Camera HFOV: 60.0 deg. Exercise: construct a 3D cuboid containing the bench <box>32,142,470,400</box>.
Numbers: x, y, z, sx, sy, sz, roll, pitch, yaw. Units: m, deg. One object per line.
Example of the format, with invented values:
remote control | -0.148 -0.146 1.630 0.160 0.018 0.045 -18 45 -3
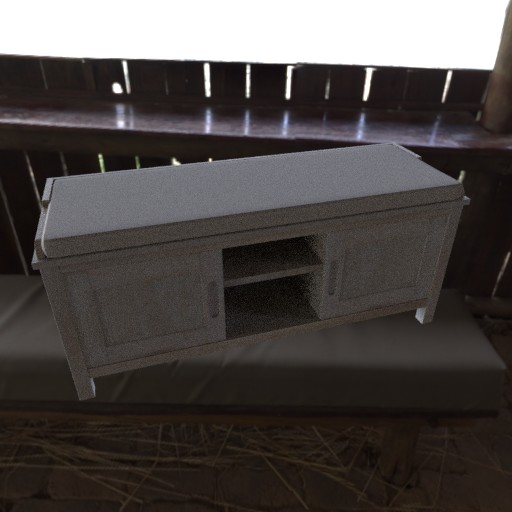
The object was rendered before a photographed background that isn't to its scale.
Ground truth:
bench | 0.000 0.000 1.371 1.140 0.501 0.398 -9 33 -14
